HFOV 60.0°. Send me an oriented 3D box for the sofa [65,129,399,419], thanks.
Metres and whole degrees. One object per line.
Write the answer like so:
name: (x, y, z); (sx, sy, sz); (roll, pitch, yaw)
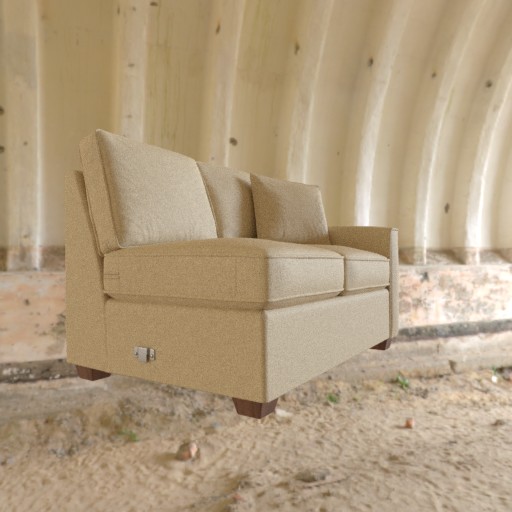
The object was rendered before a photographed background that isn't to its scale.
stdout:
sofa: (0.000, 0.000, 2.084); (0.991, 0.989, 1.388); (0, 0, 33)
